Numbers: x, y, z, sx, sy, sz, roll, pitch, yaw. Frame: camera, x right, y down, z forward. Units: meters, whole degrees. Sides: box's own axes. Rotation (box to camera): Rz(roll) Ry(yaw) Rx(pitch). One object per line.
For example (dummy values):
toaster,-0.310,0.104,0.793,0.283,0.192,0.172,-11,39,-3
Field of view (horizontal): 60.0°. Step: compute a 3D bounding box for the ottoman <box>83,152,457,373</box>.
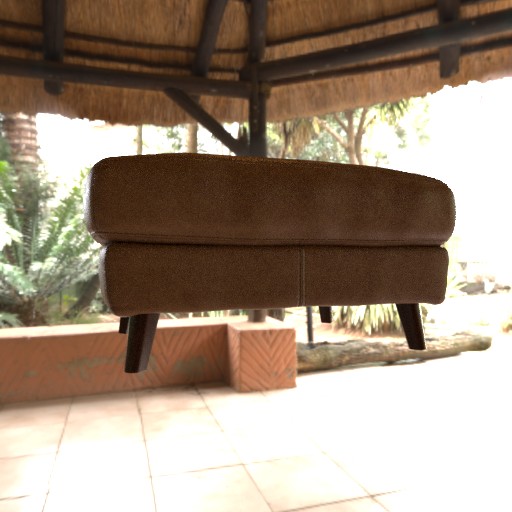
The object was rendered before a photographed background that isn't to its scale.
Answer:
ottoman,0.000,0.000,1.220,0.869,0.461,0.630,0,0,-19
